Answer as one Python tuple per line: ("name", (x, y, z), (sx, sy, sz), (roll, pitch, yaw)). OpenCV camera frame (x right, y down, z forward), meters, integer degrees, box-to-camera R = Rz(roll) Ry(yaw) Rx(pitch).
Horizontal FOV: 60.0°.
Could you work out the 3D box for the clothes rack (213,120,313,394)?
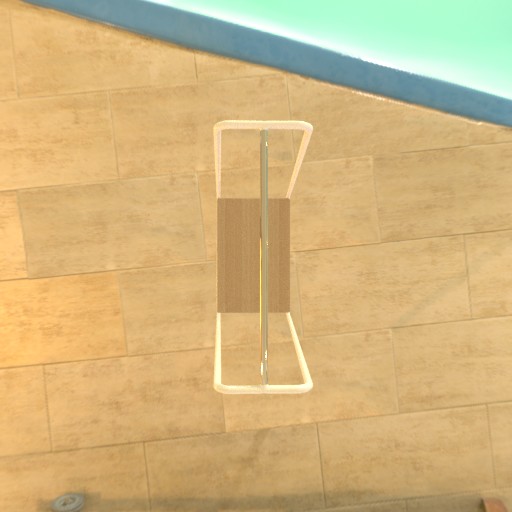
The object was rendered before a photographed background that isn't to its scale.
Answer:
("clothes rack", (0.000, 0.000, 1.776), (0.400, 1.500, 0.640), (0, 90, -1))
